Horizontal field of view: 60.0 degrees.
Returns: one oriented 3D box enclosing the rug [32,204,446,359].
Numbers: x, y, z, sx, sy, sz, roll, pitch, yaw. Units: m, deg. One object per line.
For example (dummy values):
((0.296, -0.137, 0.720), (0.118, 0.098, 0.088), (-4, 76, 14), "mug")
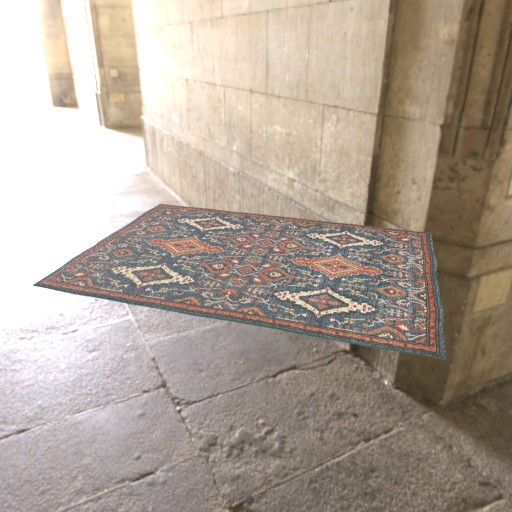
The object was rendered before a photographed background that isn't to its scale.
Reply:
((0.000, 0.000, 3.060), (2.373, 0.009, 1.622), (8, 26, 16), "rug")
